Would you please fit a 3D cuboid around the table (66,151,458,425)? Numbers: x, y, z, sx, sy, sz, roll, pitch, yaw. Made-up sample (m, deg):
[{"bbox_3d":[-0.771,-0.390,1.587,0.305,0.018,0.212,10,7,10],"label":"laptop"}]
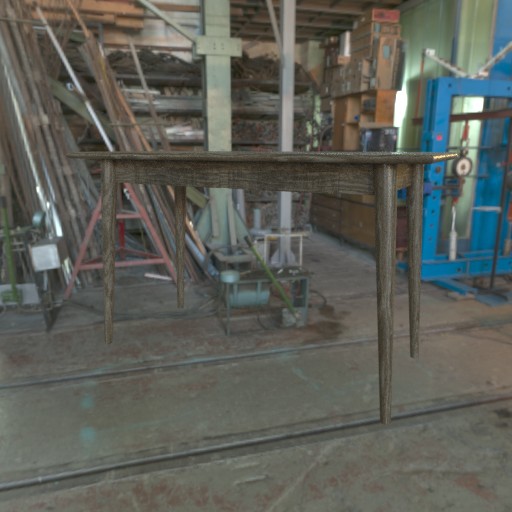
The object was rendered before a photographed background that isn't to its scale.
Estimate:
[{"bbox_3d":[0.000,0.000,1.708,1.300,0.780,0.599,7,16,28],"label":"table"}]
